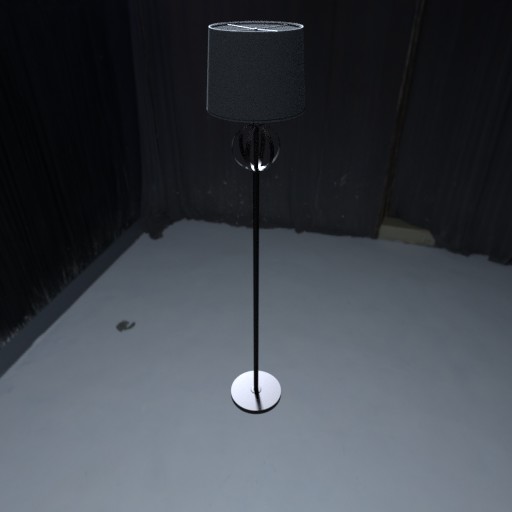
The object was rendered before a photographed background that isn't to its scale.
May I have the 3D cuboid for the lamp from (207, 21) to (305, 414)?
[{"bbox_3d":[0.000,0.000,1.580,0.286,1.462,0.286,10,34,15],"label":"lamp"}]
